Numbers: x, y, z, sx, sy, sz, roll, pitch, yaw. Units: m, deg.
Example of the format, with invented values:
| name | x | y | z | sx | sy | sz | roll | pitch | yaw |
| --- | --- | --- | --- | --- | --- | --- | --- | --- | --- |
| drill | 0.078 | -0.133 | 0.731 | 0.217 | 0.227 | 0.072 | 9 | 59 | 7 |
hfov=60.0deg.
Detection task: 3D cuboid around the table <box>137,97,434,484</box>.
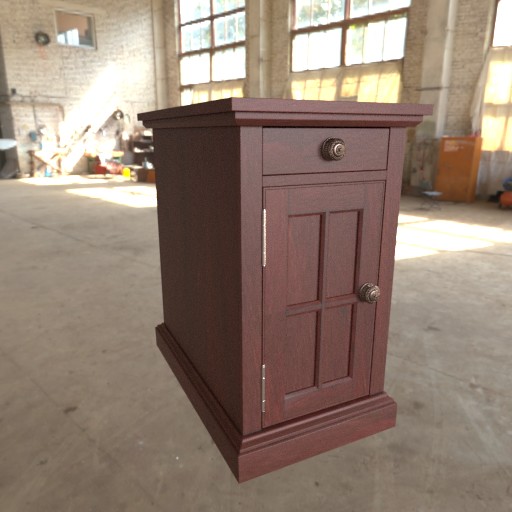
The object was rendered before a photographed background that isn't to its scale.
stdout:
| name | x | y | z | sx | sy | sz | roll | pitch | yaw |
| --- | --- | --- | --- | --- | --- | --- | --- | --- | --- |
| table | 0.000 | 0.000 | 0.977 | 0.356 | 0.612 | 0.584 | -7 | 17 | -25 |
